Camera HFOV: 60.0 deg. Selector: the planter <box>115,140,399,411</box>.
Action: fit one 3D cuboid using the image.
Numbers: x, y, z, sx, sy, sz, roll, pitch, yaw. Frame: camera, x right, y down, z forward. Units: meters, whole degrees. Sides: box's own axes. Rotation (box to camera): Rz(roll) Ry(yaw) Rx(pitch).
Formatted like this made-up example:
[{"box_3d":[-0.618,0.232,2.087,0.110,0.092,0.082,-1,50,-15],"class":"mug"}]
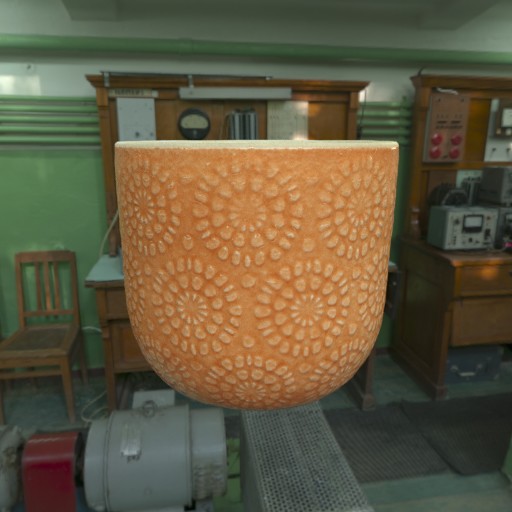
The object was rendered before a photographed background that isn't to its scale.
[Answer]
[{"box_3d":[0.000,0.000,0.288,0.170,0.152,0.170,0,15,0],"class":"planter"}]
